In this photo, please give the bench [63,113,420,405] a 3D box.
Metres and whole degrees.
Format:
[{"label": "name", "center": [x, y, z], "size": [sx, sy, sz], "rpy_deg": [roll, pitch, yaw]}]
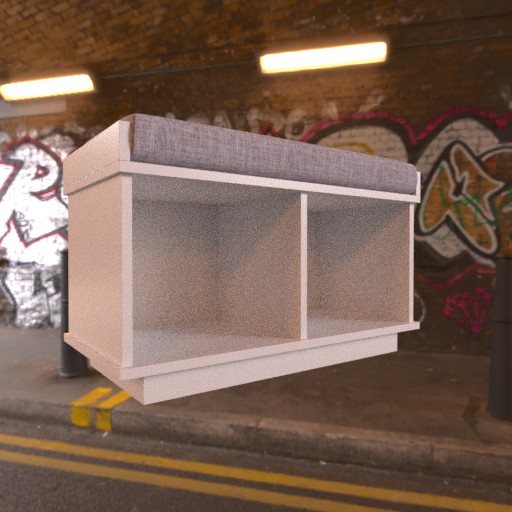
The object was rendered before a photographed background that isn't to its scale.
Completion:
[{"label": "bench", "center": [0.000, 0.000, 0.997], "size": [0.734, 0.461, 0.362], "rpy_deg": [-1, 1, -36]}]
